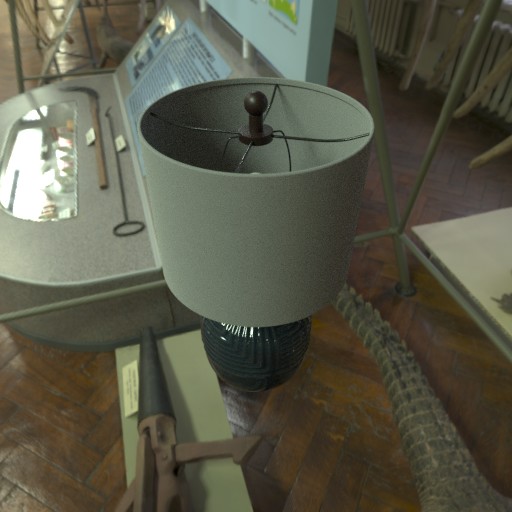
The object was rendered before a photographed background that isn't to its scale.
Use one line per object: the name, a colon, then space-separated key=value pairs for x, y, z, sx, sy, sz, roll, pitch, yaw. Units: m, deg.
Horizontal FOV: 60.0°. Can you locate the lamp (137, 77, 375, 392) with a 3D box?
lamp: x=0.000 y=0.000 z=0.765 sx=0.318 sy=0.567 sz=0.318 roll=0 pitch=40 yaw=0
